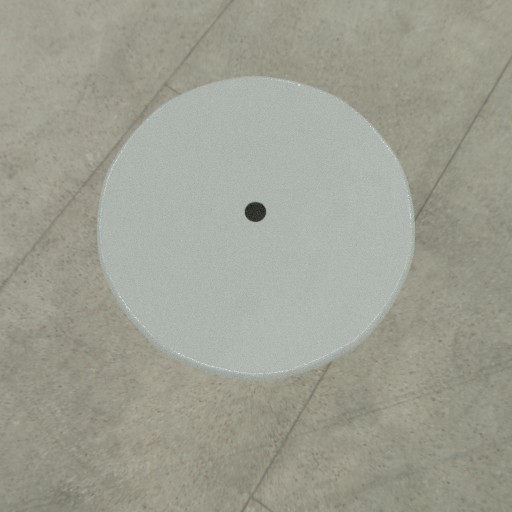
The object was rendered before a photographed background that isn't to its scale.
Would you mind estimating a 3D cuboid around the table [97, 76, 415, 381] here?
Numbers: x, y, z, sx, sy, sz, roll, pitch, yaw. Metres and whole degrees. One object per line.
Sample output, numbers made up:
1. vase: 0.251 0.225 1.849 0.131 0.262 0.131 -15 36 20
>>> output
1. table: 0.000 0.000 0.664 0.352 0.387 0.352 0 76 0
